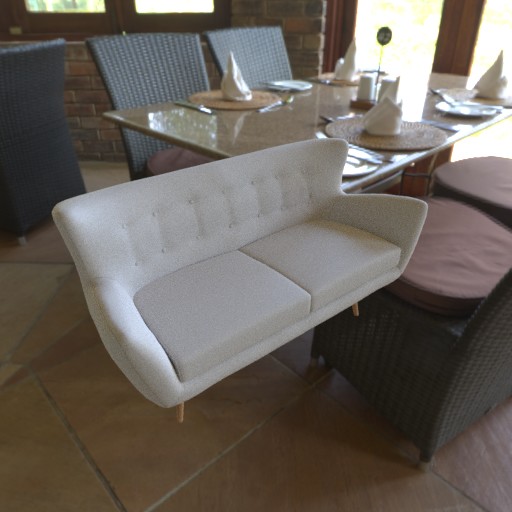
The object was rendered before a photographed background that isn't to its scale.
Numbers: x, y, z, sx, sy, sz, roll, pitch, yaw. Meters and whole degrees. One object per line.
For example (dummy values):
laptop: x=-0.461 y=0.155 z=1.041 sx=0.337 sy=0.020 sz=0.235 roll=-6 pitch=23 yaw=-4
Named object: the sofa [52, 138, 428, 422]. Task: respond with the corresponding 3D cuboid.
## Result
sofa: x=0.000 y=0.000 z=2.416 sx=1.930 sy=0.890 sz=0.899 roll=-22 pitch=37 yaw=-33
